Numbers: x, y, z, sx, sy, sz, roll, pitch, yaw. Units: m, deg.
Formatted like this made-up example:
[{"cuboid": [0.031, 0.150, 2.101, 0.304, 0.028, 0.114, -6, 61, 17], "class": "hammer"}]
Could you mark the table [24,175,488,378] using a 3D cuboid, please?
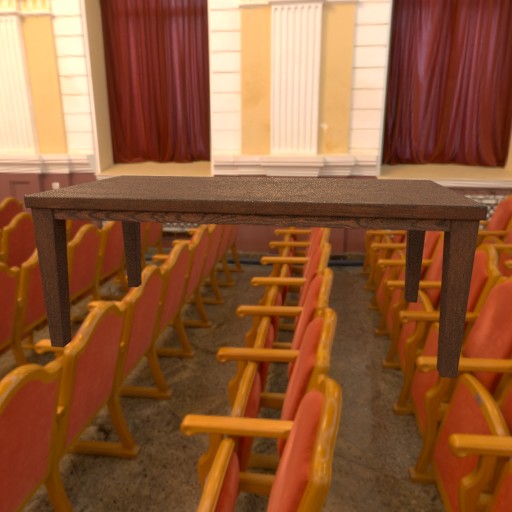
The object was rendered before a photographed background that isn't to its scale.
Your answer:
[{"cuboid": [0.000, 0.000, 2.450, 1.981, 0.762, 1.016, 2, 16, 9], "class": "table"}]
